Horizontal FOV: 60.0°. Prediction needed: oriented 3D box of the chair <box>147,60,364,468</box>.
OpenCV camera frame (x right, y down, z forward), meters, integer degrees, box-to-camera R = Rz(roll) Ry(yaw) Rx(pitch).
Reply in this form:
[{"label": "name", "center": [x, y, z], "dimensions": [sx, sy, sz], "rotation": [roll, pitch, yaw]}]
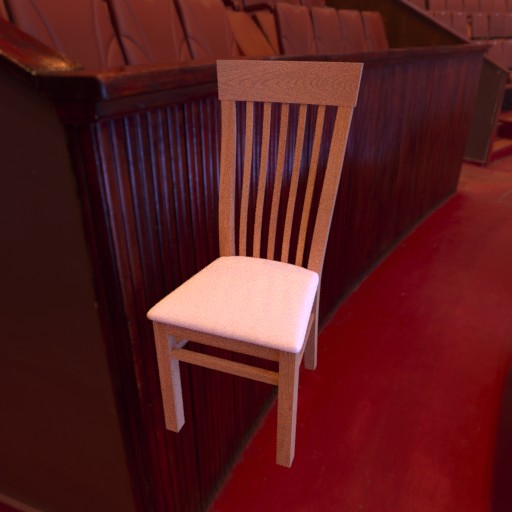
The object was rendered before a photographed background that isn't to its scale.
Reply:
[{"label": "chair", "center": [0.000, 0.000, 1.338], "dimensions": [0.450, 1.050, 0.580], "rotation": [9, 28, 18]}]
